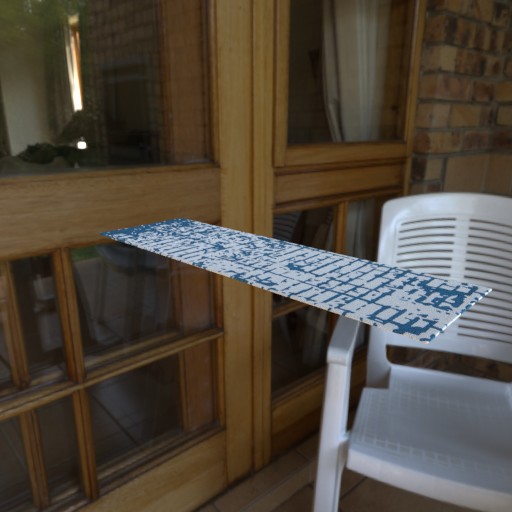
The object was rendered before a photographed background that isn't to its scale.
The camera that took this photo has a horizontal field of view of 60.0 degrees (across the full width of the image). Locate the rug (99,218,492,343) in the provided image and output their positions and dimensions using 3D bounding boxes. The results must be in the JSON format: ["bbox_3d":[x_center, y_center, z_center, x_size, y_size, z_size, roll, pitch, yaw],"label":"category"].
[{"bbox_3d":[0.000,0.000,2.683,2.435,0.011,0.750,15,22,41],"label":"rug"}]
